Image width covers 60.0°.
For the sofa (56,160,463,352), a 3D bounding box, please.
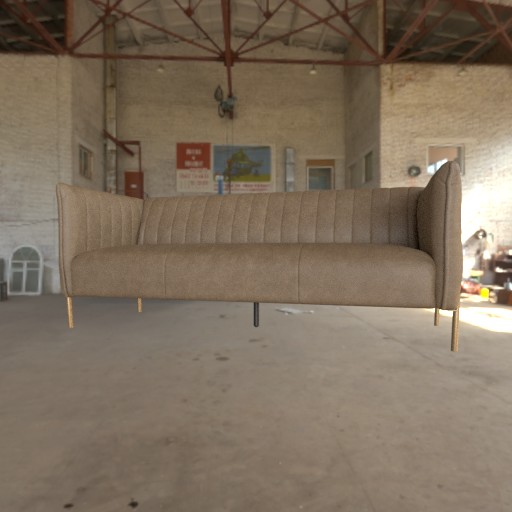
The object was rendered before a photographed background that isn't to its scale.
[{"bbox_3d":[0.000,0.000,2.411,1.980,0.779,0.876,0,1,17],"label":"sofa"}]
